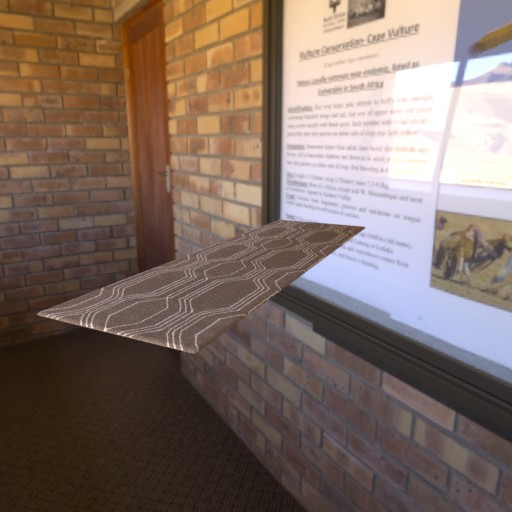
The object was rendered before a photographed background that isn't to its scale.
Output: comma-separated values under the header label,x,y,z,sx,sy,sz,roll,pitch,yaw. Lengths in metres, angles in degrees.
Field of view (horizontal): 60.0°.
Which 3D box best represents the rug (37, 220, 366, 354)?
label,x,y,z,sx,sy,sz,roll,pitch,yaw
rug,0.000,0.000,2.700,0.773,0.012,2.464,7,16,25
